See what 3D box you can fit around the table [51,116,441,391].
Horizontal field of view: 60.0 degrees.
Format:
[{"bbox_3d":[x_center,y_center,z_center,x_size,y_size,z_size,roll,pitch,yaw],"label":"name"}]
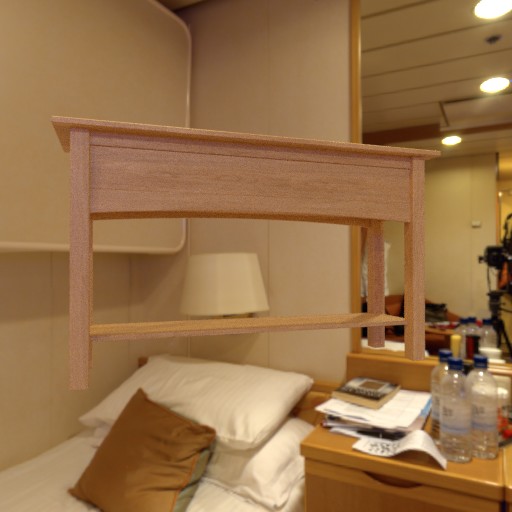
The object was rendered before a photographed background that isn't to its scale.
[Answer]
[{"bbox_3d":[0.000,0.000,1.513,1.240,0.730,0.350,0,0,-18],"label":"table"}]
